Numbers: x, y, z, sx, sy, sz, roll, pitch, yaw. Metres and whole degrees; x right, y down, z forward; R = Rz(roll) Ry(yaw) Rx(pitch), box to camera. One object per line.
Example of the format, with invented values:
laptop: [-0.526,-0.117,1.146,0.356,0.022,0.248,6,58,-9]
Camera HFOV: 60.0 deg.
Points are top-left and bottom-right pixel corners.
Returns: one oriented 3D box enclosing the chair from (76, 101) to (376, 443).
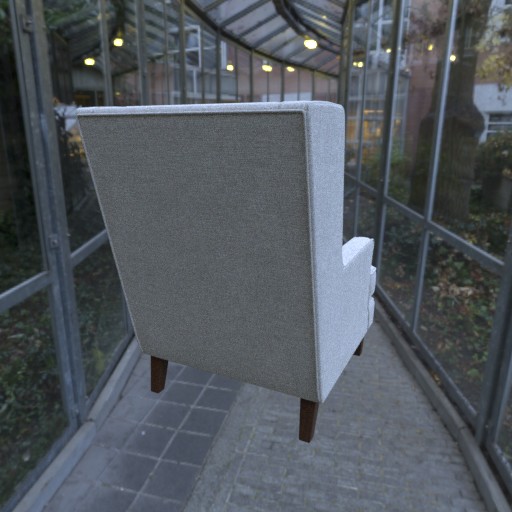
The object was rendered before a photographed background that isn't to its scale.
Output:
chair: [0.000,0.000,1.716,0.764,1.082,0.948,8,18,26]
